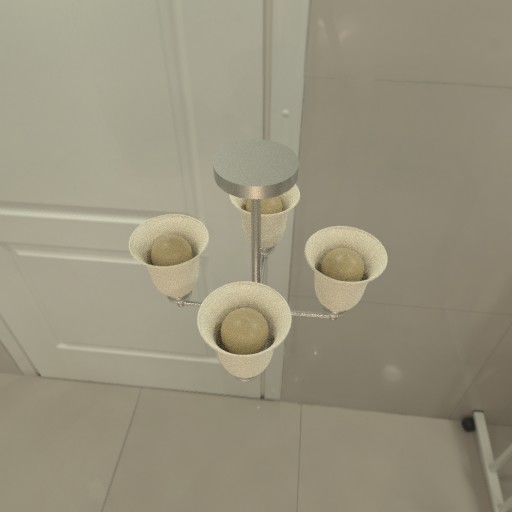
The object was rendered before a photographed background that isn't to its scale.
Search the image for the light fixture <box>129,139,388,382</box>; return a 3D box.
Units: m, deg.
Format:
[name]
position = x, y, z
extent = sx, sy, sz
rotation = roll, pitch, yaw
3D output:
[light fixture]
position = 0.000, 0.000, 0.749
extent = 0.427, 0.370, 0.427
rotation = 4, 45, 5
